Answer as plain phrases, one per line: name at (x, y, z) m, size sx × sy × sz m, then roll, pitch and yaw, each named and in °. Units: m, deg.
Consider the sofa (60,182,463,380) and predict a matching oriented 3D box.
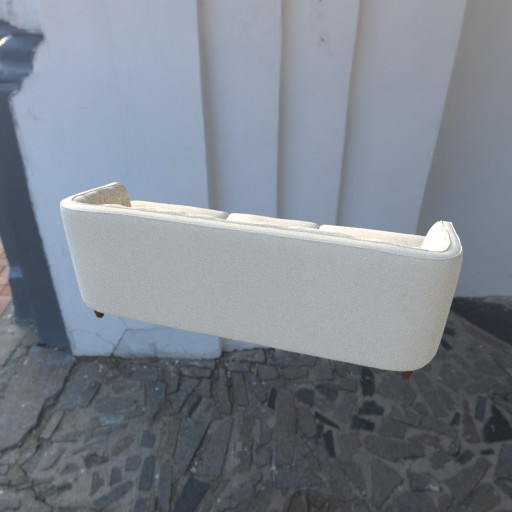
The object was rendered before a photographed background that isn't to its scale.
sofa at (0.000, 0.000, 2.774) m, size 2.278 × 0.855 × 0.941 m, roll 9°, pitch 32°, yaw 14°
